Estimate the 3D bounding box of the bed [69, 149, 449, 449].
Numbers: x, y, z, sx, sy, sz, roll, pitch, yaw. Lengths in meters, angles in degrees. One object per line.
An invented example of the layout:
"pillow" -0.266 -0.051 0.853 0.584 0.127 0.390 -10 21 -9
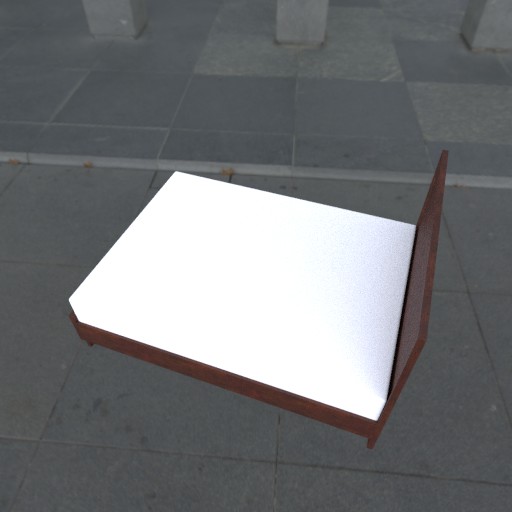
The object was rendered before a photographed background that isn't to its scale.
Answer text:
"bed" 0.000 0.000 3.188 2.184 1.270 1.600 15 48 14
